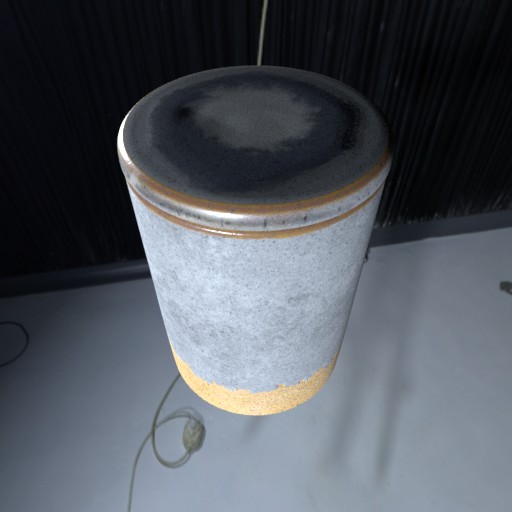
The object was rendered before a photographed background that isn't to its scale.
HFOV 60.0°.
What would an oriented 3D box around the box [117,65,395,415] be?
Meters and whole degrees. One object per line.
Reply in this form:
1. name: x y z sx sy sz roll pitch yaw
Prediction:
1. box: 0.000 0.000 0.250 0.118 0.168 0.118 0 46 0
